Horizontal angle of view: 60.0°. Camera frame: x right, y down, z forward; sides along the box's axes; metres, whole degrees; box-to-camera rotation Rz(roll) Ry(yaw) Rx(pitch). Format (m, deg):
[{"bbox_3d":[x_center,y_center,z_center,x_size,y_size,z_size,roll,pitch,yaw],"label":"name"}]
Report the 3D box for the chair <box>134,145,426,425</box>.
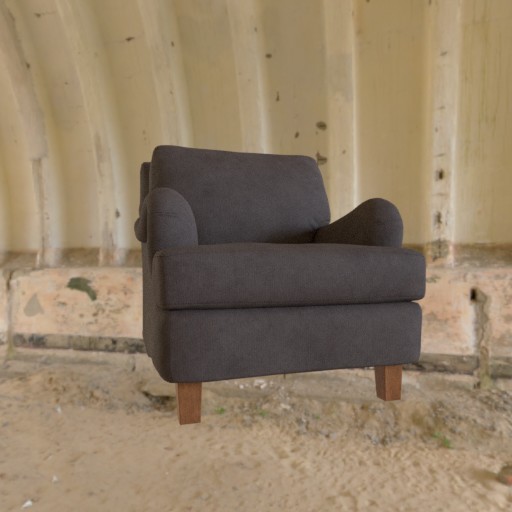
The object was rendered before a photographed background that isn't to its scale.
[{"bbox_3d":[0.000,0.000,1.844,0.955,0.997,1.070,0,0,-18],"label":"chair"}]
